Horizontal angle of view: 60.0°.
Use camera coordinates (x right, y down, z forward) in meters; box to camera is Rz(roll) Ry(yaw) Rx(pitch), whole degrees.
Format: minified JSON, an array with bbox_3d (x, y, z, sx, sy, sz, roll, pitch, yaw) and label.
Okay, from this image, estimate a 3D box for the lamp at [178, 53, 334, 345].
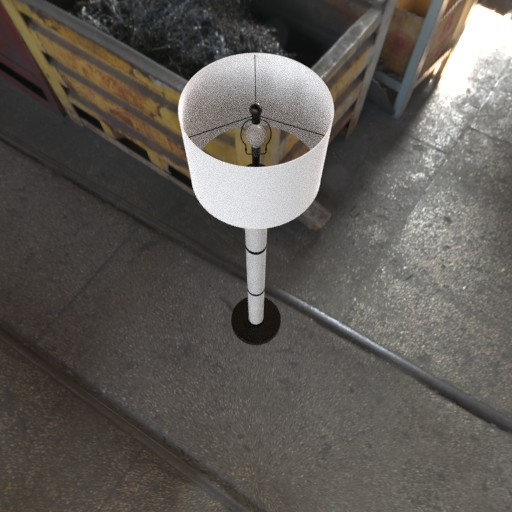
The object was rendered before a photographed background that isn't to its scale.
[{"bbox_3d":[0.000,0.000,1.772,0.377,1.599,0.377,-1,63,0],"label":"lamp"}]
